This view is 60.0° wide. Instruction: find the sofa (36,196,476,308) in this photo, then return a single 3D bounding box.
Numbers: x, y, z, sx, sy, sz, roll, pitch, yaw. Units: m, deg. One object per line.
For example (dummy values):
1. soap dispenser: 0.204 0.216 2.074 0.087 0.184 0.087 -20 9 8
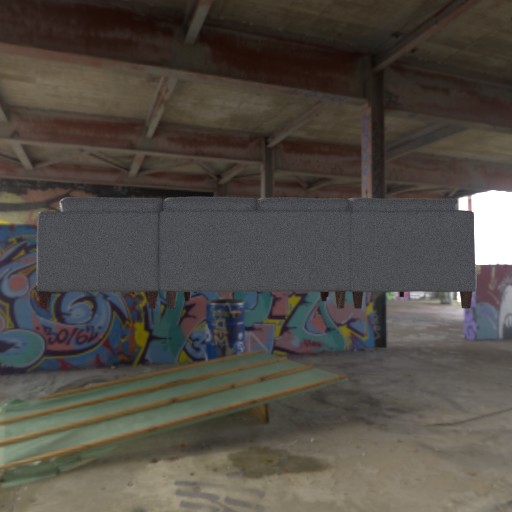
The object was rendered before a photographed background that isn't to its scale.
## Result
1. sofa: 0.000 0.000 4.464 3.238 0.853 2.551 0 -2 0
